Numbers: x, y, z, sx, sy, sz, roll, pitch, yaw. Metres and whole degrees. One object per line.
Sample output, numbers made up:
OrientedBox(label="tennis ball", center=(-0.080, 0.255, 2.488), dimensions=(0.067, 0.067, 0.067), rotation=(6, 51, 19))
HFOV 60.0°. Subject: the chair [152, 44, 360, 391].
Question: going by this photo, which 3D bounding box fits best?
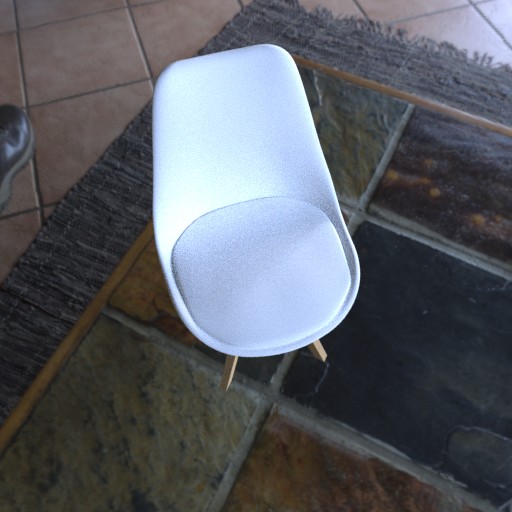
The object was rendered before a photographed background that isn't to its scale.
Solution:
OrientedBox(label="chair", center=(0.000, 0.000, 1.170), dimensions=(0.485, 0.849, 0.550), rotation=(-15, 63, -8))
